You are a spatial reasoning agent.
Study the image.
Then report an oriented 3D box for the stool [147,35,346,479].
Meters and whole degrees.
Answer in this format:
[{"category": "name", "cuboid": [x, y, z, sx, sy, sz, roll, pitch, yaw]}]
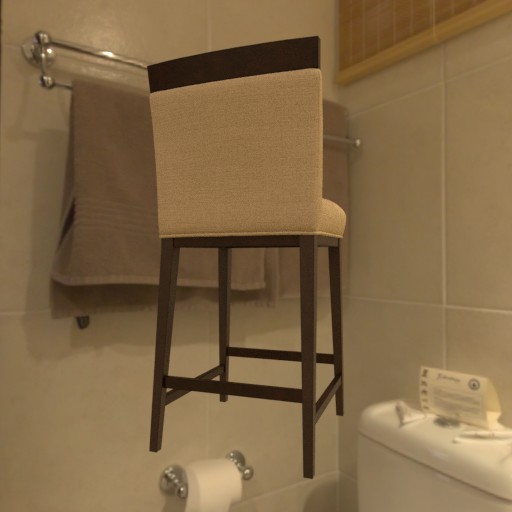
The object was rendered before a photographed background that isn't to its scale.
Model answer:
[{"category": "stool", "cuboid": [0.000, 0.000, 1.419, 0.511, 1.117, 0.531, 0, -1, 20]}]
